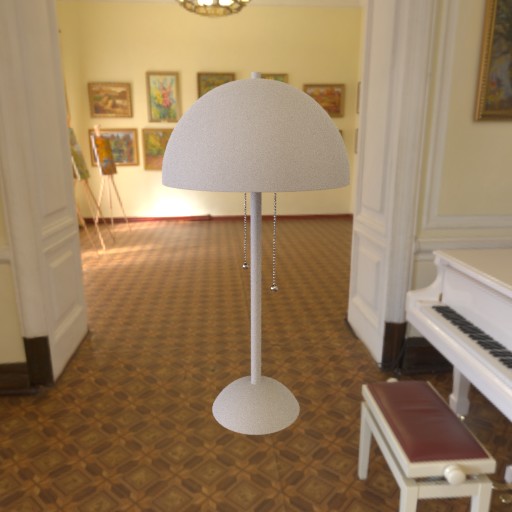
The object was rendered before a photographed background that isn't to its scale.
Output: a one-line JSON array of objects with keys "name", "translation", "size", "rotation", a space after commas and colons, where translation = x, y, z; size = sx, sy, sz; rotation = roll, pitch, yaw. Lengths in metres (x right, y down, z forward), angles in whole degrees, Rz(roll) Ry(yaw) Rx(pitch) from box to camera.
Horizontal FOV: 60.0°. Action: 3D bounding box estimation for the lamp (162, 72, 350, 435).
[{"name": "lamp", "translation": [0.000, 0.000, 0.428], "size": [0.171, 0.330, 0.171], "rotation": [0, 14, 0]}]
